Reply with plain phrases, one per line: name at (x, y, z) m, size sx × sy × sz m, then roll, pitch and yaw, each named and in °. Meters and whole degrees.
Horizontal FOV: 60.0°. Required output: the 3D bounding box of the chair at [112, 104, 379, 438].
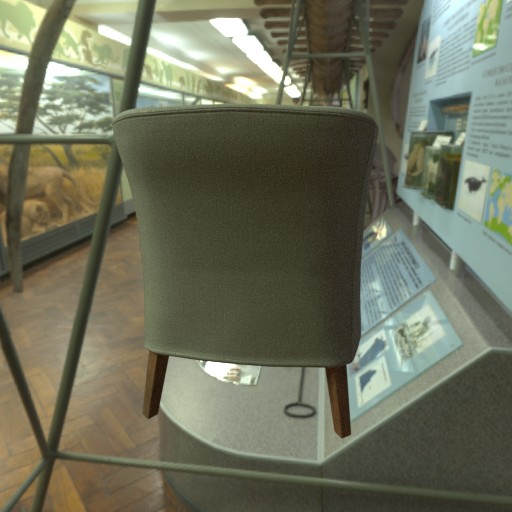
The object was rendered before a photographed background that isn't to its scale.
chair at (0.000, 0.000, 1.231) m, size 0.600 × 0.771 × 0.668 m, roll 2°, pitch 16°, yaw 8°
